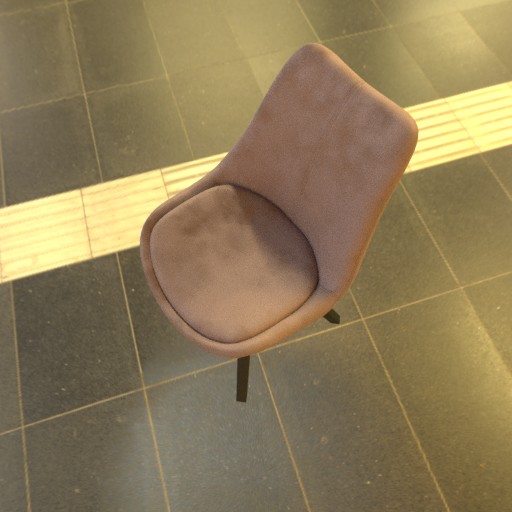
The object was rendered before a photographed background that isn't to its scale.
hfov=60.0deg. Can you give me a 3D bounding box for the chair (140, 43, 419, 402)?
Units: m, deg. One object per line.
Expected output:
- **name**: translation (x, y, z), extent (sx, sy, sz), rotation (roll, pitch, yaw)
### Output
- **chair**: translation (0.000, 0.000, 1.152), extent (0.547, 0.865, 0.483), rotation (-34, 68, -16)
